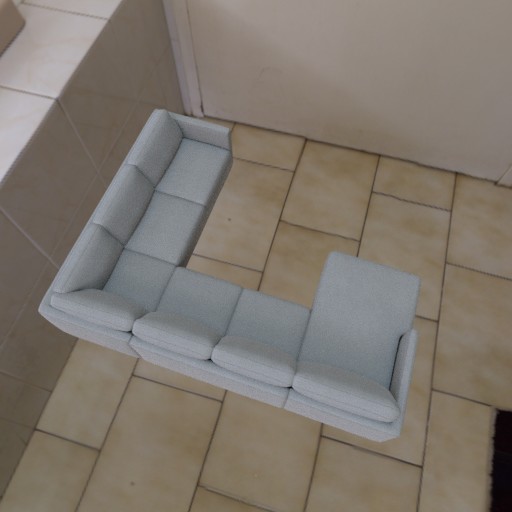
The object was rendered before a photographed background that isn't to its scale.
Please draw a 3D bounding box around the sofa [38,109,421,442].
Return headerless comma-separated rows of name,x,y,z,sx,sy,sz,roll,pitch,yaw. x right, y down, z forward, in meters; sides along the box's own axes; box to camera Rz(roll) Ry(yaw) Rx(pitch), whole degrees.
sofa,0.000,0.000,4.408,3.238,0.853,2.551,17,65,8
